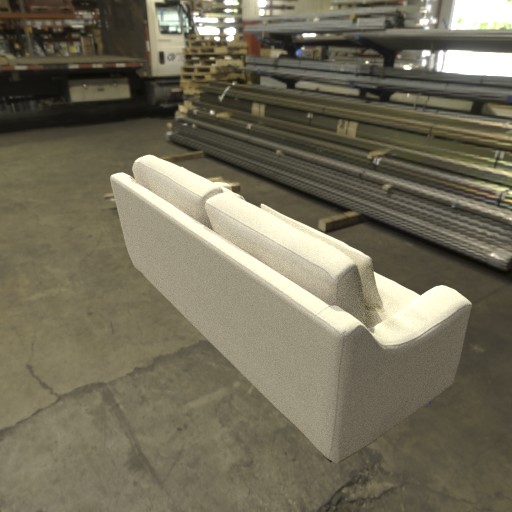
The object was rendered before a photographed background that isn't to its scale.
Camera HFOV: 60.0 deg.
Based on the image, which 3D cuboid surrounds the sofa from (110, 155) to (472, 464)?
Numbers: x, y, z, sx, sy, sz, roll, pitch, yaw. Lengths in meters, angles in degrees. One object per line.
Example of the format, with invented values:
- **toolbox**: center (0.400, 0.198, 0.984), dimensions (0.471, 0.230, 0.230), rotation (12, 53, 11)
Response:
- **sofa**: center (0.000, 0.000, 2.914), dimensions (1.009, 1.022, 2.470), rotation (-18, 32, -31)
